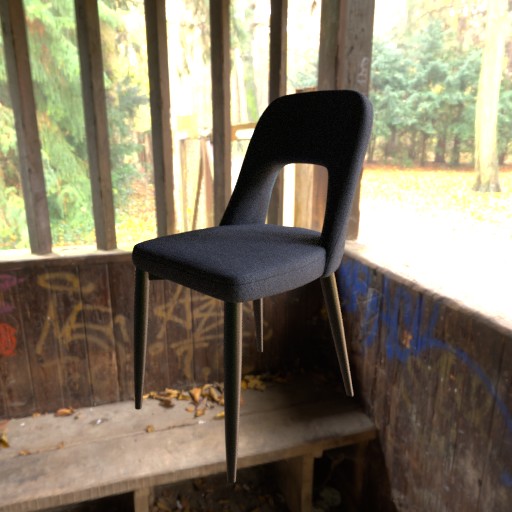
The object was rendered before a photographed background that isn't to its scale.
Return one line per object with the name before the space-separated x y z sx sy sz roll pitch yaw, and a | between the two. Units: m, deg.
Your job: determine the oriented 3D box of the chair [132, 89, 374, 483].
chair | 0.000 0.000 1.279 0.470 0.931 0.612 15 21 43
